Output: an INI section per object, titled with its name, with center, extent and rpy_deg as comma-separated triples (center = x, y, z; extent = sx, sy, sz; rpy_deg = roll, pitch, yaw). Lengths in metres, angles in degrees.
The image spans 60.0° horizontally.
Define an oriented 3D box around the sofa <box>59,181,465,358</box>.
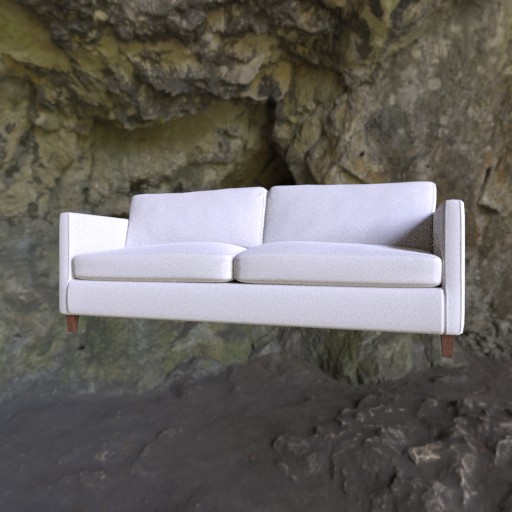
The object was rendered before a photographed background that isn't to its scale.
[sofa]
center = 0.000, 0.000, 2.863
extent = 2.361, 0.962, 0.951
rpy_deg = 0, 1, 18
